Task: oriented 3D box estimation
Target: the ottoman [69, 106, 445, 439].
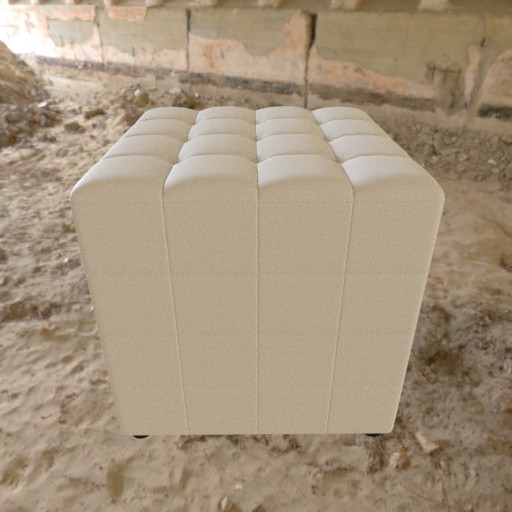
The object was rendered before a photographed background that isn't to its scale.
[{"bbox_3d":[0.000,0.000,0.773,0.425,0.432,0.425,0,30,0],"label":"ottoman"}]
